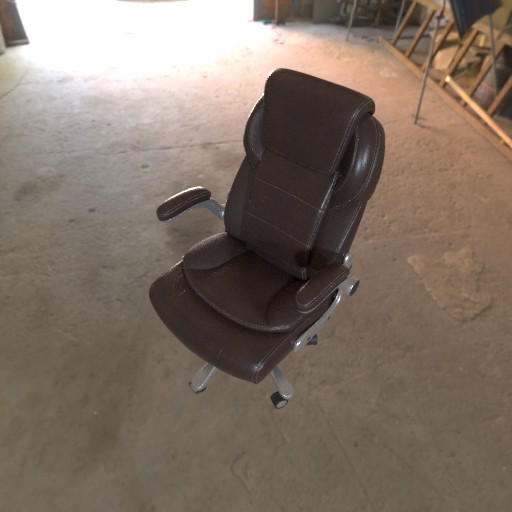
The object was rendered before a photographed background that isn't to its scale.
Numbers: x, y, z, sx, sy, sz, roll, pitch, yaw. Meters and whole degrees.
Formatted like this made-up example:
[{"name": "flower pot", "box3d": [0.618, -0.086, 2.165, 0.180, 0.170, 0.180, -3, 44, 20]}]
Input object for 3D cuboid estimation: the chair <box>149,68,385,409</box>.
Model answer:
[{"name": "chair", "box3d": [0.000, 0.000, 1.701, 0.733, 1.160, 0.774, 31, 53, 28]}]
